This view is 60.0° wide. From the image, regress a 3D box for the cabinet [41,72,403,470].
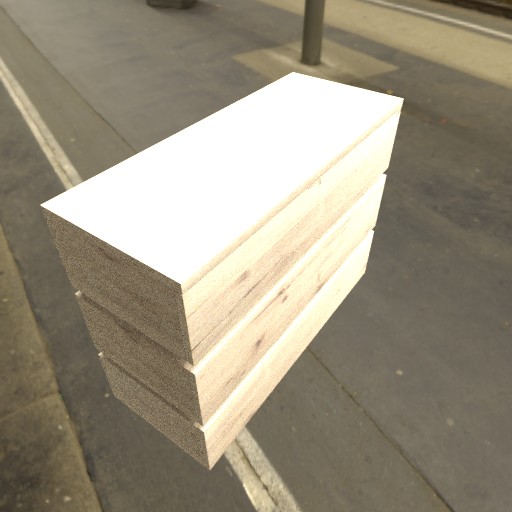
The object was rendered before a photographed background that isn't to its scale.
[{"bbox_3d":[0.000,0.000,1.469,0.420,0.820,1.040,25,47,26],"label":"cabinet"}]
